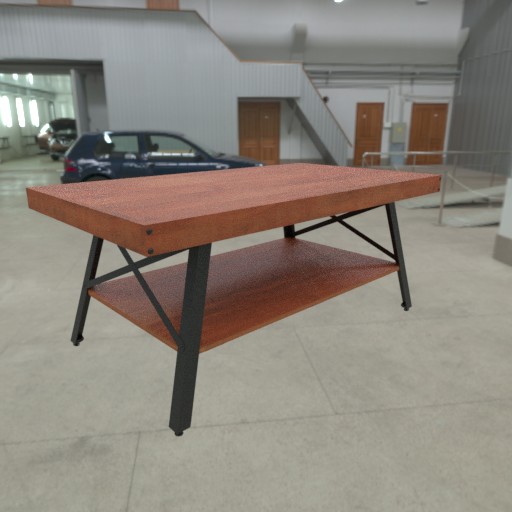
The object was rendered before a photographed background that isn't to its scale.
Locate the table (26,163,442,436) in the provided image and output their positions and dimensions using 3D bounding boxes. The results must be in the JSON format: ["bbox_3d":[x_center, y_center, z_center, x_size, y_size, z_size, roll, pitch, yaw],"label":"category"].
[{"bbox_3d":[0.000,0.000,1.351,1.067,0.457,0.610,-15,22,-41],"label":"table"}]
